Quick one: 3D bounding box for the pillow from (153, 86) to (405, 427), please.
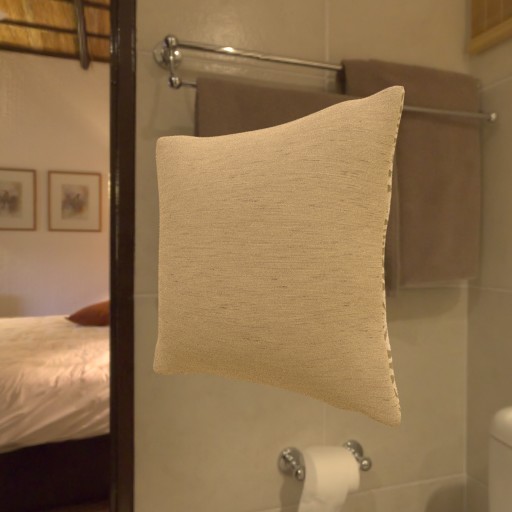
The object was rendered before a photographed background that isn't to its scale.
[{"bbox_3d":[0.000,0.000,0.666,0.438,0.421,0.167,1,1,35],"label":"pillow"}]
